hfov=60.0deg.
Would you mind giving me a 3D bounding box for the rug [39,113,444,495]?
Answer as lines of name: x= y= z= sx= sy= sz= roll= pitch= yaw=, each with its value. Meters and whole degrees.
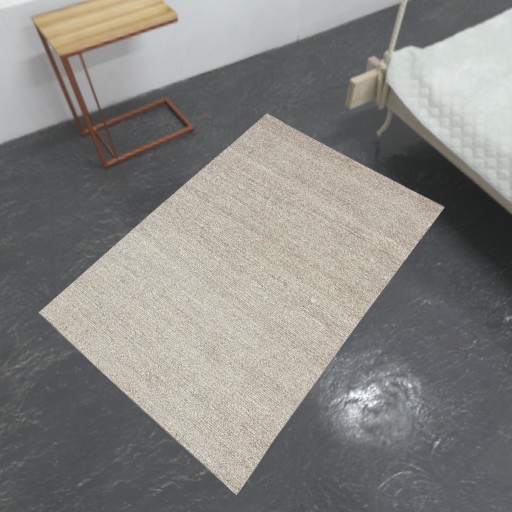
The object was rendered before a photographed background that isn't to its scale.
rug: x=0.000 y=0.000 z=2.968 sx=1.609 sy=0.030 sz=2.342 roll=34 pitch=64 yaw=19
